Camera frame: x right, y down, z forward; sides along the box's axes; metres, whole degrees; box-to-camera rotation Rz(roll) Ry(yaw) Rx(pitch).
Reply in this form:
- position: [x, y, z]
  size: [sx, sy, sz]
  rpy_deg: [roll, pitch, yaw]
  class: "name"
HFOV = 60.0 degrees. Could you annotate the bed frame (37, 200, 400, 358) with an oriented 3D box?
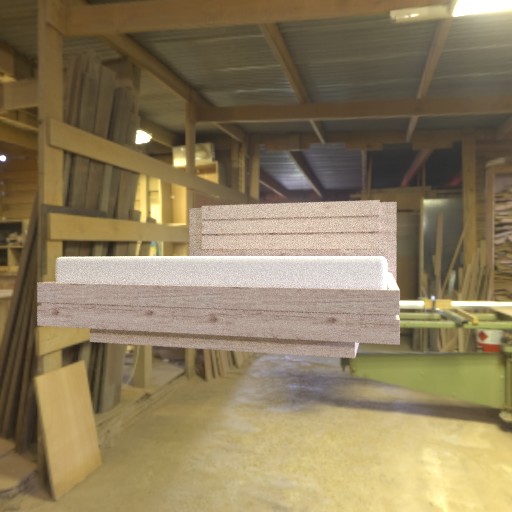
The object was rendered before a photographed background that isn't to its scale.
- position: [0.000, 0.000, 3.135]
  size: [1.950, 0.970, 2.080]
  rpy_deg: [0, 0, 16]
  class: "bed frame"
